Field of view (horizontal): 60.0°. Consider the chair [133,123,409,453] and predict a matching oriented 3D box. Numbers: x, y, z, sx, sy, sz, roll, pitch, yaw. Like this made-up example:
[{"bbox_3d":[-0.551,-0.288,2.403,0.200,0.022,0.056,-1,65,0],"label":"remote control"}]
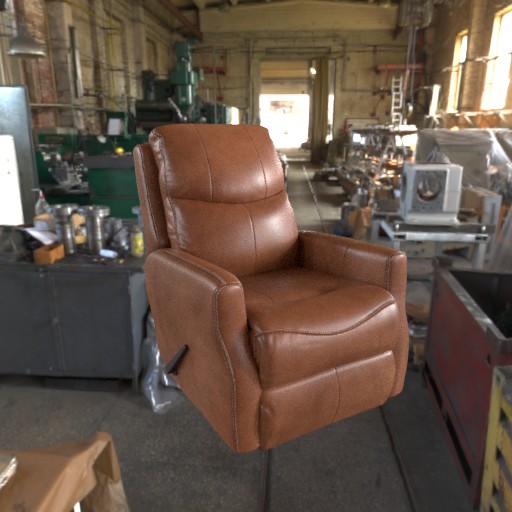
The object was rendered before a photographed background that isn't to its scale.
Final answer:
[{"bbox_3d":[0.000,0.000,1.766,0.821,1.016,1.072,-9,18,-28],"label":"chair"}]
